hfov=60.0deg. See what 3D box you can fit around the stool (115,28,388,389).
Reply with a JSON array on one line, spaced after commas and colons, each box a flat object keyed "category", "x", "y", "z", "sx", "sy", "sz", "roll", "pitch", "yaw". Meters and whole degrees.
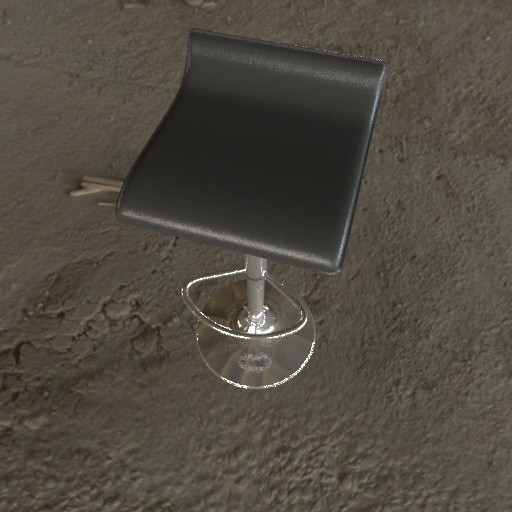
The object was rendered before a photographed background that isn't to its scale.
[{"category": "stool", "x": 0.000, "y": 0.000, "z": 1.058, "sx": 0.381, "sy": 0.851, "sz": 0.381, "roll": 14, "pitch": 58, "yaw": 9}]
